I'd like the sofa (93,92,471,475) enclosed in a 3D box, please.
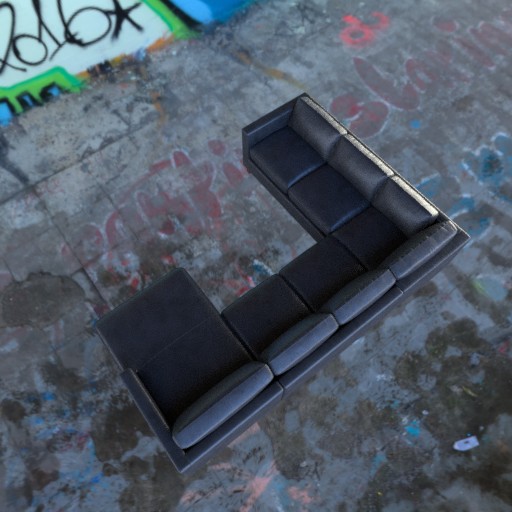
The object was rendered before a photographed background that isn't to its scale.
[{"bbox_3d":[0.000,0.000,4.463,3.324,0.891,2.452,-34,68,-16],"label":"sofa"}]
